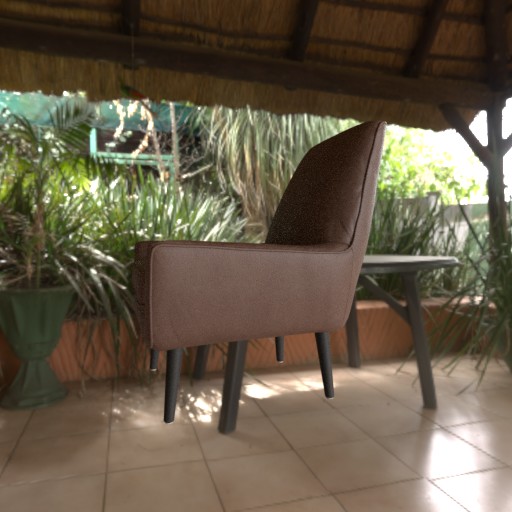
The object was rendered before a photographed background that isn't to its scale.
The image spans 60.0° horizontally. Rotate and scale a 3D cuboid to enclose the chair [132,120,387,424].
[{"bbox_3d":[0.000,0.000,1.542,0.824,0.888,0.787,-1,2,-17],"label":"chair"}]
